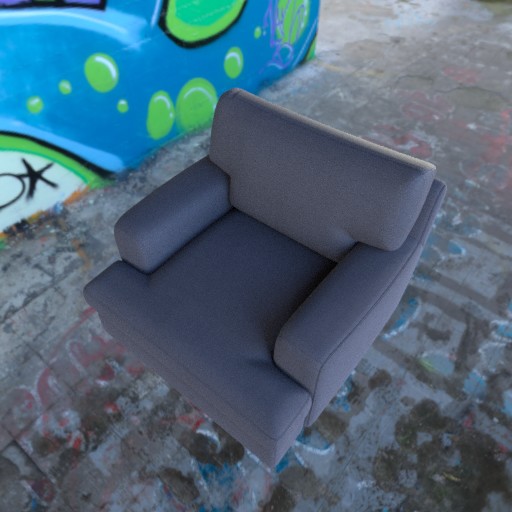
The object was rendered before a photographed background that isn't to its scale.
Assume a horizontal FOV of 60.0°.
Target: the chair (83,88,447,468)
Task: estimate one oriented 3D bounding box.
[{"bbox_3d":[0.000,0.000,1.942,1.168,0.940,1.143,30,54,25],"label":"chair"}]
